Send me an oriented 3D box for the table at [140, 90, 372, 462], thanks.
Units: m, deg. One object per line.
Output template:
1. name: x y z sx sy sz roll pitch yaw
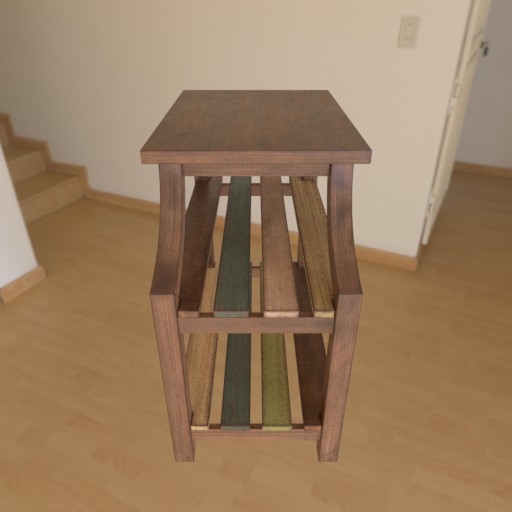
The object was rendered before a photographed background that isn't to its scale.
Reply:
1. table: 0.000 0.000 0.976 0.356 0.584 0.609 0 31 0
